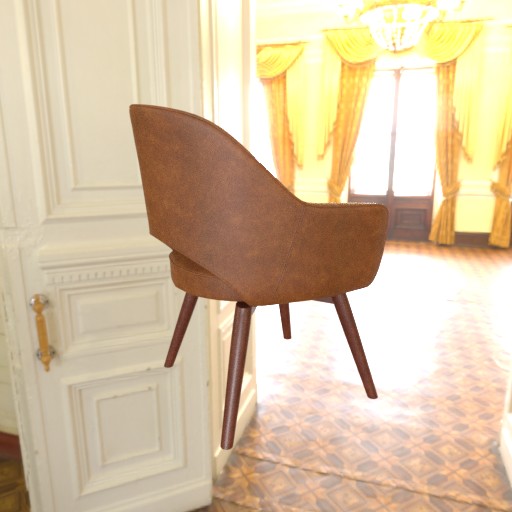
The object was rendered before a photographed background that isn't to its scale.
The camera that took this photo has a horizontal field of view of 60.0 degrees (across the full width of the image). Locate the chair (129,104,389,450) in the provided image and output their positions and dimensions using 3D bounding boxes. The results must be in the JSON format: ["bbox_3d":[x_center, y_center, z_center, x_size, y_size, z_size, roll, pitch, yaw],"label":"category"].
[{"bbox_3d":[0.000,0.000,1.236,0.640,0.777,0.591,-7,16,-27],"label":"chair"}]
